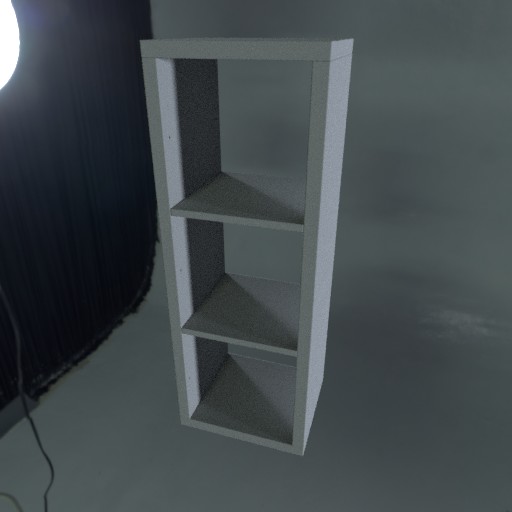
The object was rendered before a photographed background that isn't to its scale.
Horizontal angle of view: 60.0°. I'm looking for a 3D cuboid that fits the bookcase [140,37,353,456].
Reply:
[{"bbox_3d":[0.000,0.000,1.229,0.390,1.080,0.330,8,28,16],"label":"bookcase"}]
